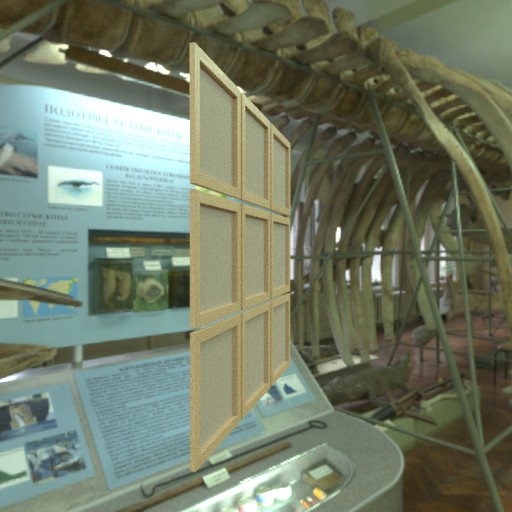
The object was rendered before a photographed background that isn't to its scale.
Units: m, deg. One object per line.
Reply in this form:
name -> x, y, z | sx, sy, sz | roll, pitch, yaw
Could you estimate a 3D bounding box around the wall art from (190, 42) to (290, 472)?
wall art -> 0.000, 0.000, 1.827 | 0.016, 1.207, 1.217 | 0, 1, 17
